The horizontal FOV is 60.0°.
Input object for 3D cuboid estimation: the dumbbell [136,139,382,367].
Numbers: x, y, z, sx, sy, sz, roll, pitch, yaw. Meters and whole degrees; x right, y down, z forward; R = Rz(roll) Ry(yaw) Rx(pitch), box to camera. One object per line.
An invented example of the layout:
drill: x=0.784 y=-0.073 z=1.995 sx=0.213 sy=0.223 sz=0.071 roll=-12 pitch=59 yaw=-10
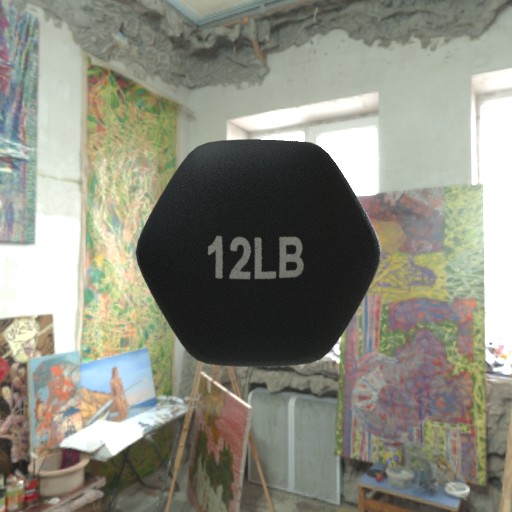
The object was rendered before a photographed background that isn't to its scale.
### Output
dumbbell: x=0.000 y=0.000 z=0.295 sx=0.112 sy=0.101 sz=0.231 roll=0 pitch=-1 yaw=0
